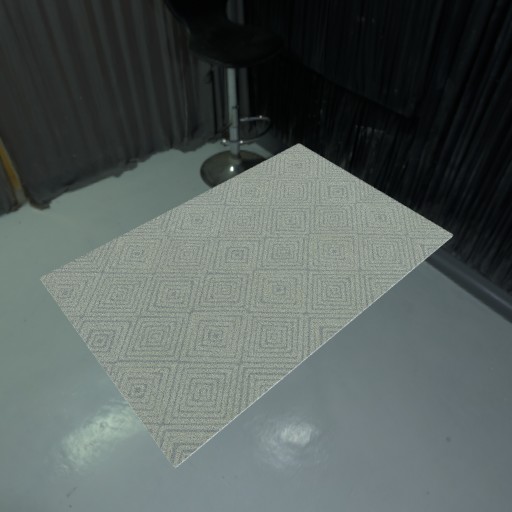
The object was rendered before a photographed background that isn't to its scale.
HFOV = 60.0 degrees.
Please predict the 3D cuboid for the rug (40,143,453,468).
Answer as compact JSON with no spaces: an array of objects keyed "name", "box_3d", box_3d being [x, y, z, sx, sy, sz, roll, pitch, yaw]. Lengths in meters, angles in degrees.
[{"name":"rug","box_3d":[0.000,0.000,2.226,1.753,0.008,1.143,-33,55,-27]}]
